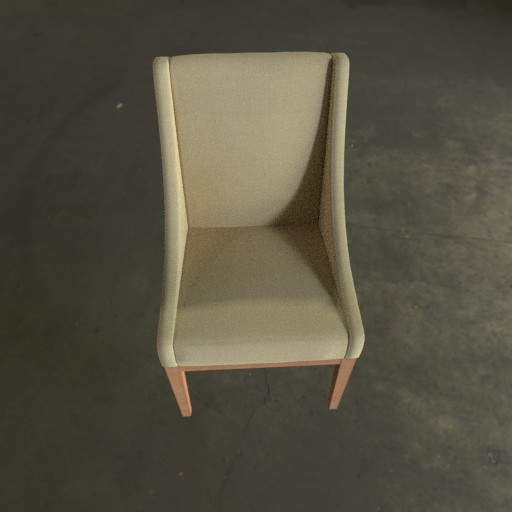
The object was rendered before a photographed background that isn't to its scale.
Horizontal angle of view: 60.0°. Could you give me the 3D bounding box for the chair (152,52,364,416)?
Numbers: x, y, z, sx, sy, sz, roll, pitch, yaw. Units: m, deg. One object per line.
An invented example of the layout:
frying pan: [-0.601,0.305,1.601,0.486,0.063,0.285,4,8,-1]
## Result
chair: [0.000,0.000,1.391,0.575,1.021,0.611,-2,48,-2]
